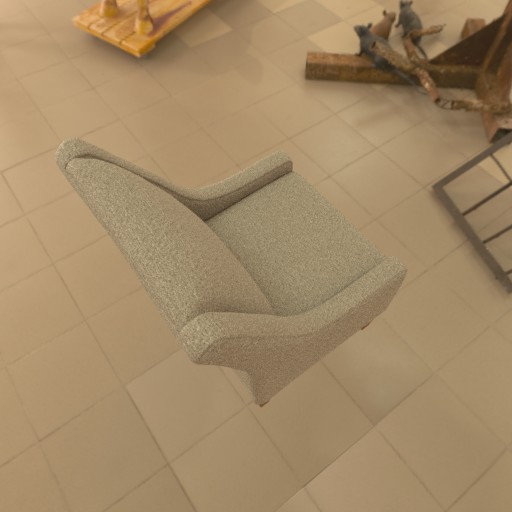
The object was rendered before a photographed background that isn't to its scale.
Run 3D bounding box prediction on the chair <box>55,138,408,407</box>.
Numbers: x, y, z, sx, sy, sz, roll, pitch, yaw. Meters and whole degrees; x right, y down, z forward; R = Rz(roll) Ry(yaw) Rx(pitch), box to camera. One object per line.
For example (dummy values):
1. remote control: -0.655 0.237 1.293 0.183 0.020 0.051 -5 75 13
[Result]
1. chair: 0.000 0.000 1.616 0.870 1.016 0.774 -32 64 -18
